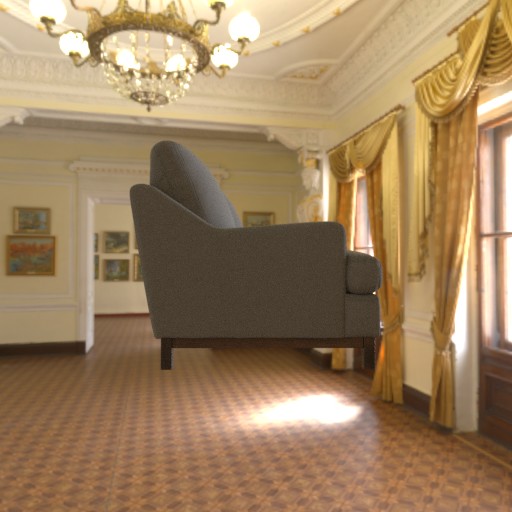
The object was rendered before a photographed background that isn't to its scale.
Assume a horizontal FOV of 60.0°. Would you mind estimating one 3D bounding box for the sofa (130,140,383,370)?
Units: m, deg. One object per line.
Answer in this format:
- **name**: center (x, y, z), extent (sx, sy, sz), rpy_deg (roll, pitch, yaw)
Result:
- **sofa**: center (0.000, 0.000, 2.836), extent (0.987, 0.926, 2.344), rpy_deg (0, -2, 0)
